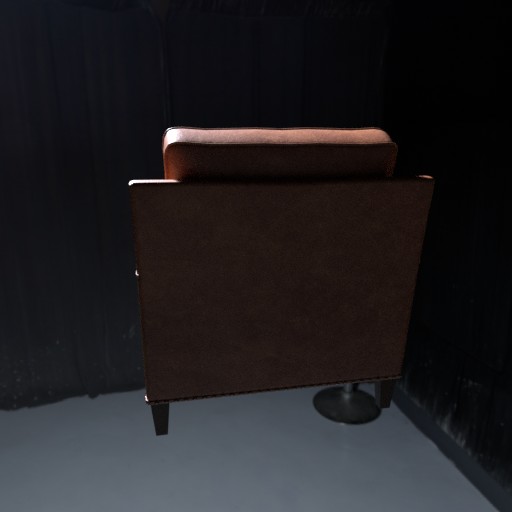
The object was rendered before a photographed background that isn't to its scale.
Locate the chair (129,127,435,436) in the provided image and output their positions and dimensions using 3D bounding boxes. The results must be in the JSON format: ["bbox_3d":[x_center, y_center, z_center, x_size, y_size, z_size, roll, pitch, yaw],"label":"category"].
[{"bbox_3d":[0.000,0.000,1.734,0.853,0.943,1.014,-3,14,-11],"label":"chair"}]
